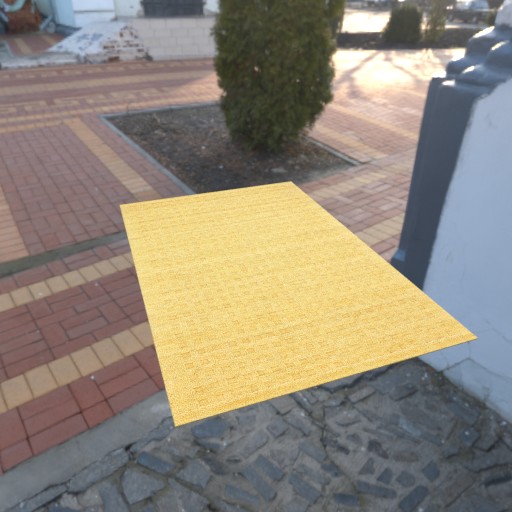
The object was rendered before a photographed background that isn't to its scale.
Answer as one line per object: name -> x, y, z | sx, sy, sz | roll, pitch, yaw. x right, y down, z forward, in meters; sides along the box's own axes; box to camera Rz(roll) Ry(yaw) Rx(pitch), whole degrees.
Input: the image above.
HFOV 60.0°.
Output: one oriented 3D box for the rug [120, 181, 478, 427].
rug -> 0.000, 0.000, 2.913 | 1.524, 0.006, 2.286 | -11, 32, -17
